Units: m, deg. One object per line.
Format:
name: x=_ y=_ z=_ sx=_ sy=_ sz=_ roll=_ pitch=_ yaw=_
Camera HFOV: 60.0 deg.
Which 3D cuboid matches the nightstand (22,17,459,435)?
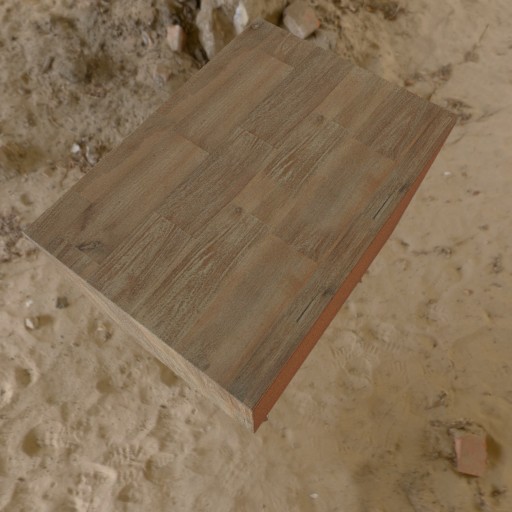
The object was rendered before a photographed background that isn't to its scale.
nightstand: x=0.000 y=0.000 z=0.921 sx=0.396 sy=0.589 sz=0.552 roll=34 pitch=69 yaw=15
